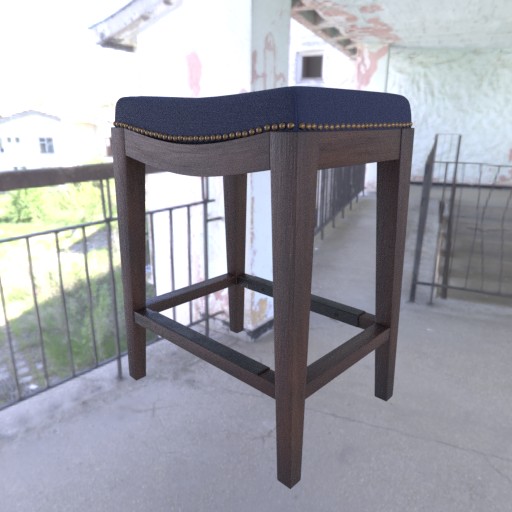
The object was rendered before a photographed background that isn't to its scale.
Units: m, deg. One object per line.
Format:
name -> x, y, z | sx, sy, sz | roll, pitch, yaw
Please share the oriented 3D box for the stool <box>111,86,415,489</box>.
stool -> 0.000, 0.000, 0.936 | 0.500, 0.642, 0.361 | 16, 23, 41
